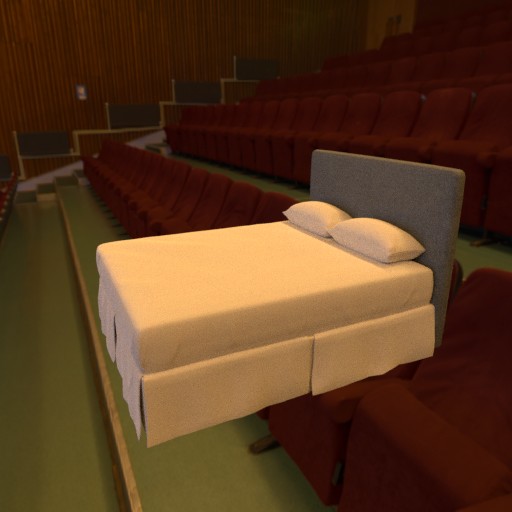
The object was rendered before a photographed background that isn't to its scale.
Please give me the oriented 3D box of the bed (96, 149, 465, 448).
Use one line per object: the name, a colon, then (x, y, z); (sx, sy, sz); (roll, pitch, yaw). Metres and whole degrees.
bed: (0.000, 0.000, 3.221); (2.142, 1.330, 1.713); (-9, 20, -24)
